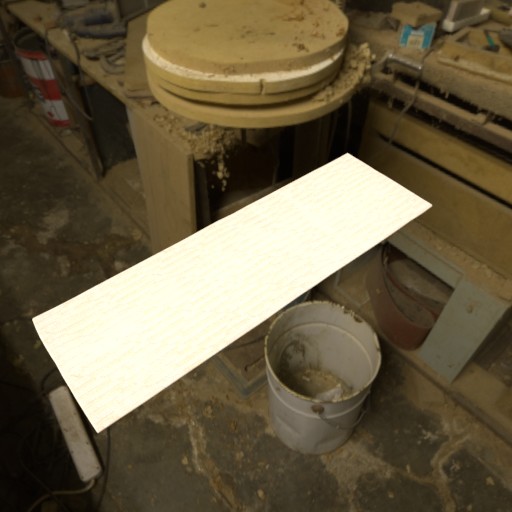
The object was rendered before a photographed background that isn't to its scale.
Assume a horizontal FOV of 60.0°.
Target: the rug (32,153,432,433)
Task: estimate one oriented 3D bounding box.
[{"bbox_3d":[0.000,0.000,2.673,2.450,0.014,0.793,-31,54,-25],"label":"rug"}]
